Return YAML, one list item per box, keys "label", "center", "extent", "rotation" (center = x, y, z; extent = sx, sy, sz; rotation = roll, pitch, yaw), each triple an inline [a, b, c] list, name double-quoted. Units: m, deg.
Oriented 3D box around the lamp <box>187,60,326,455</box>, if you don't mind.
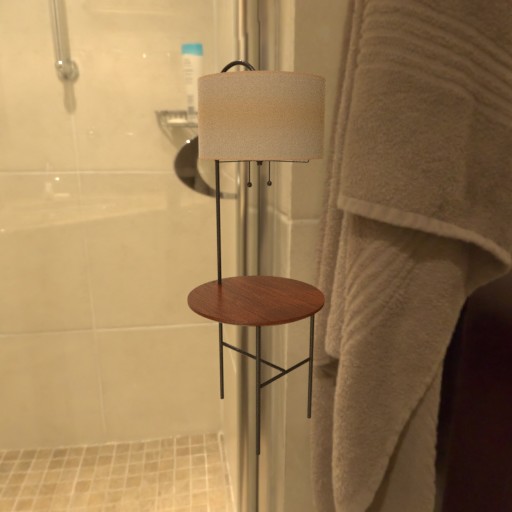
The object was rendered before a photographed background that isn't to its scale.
- label: "lamp"
  center: [0.000, 0.000, 1.825]
  extent: [0.573, 1.517, 0.573]
  rotation: [0, 14, 0]
